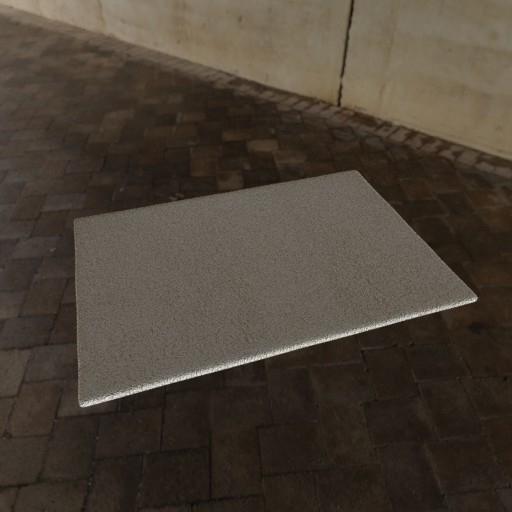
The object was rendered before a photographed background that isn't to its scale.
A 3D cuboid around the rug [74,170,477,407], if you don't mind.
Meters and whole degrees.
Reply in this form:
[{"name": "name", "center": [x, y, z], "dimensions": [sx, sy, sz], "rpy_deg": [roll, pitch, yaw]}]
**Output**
[{"name": "rug", "center": [0.000, 0.000, 2.287], "dimensions": [1.778, 0.030, 1.219], "rpy_deg": [-12, 43, -13]}]
